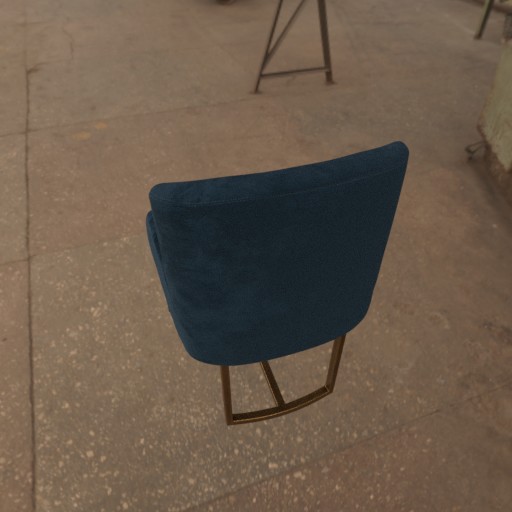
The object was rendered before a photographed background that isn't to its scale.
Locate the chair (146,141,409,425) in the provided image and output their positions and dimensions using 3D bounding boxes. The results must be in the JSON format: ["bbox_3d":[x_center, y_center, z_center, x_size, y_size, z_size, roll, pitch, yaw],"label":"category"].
[{"bbox_3d":[0.000,0.000,1.191,0.530,0.824,0.560,-13,45,-13],"label":"chair"}]
